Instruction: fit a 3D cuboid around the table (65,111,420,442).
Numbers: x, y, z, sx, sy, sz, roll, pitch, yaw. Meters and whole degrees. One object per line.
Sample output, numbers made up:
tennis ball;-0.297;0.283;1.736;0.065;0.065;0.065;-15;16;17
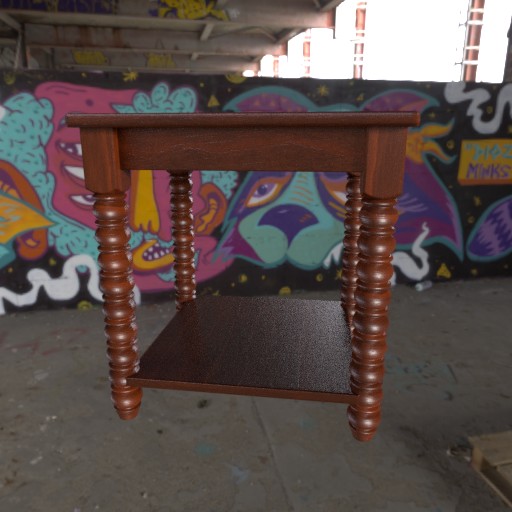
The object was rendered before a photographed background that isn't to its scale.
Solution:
table;0.000;0.000;0.958;0.533;0.567;0.500;2;15;8
